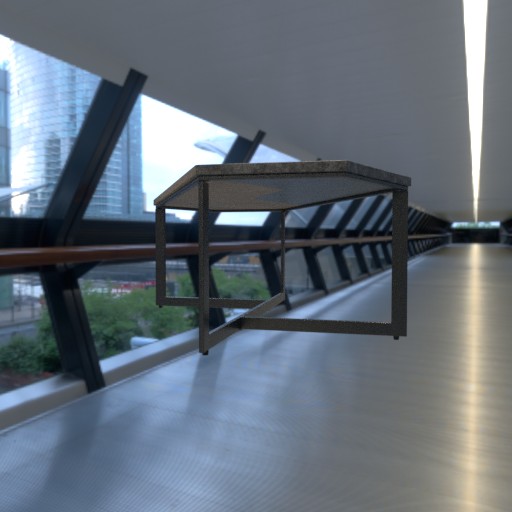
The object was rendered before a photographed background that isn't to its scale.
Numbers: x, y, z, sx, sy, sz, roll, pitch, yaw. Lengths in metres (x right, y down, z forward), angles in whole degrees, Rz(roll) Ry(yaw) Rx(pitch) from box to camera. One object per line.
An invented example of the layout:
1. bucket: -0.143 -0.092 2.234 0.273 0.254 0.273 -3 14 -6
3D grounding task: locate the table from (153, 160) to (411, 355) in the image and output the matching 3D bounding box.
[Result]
1. table: 0.000 0.000 1.561 0.609 0.457 1.219 -1 2 -19
